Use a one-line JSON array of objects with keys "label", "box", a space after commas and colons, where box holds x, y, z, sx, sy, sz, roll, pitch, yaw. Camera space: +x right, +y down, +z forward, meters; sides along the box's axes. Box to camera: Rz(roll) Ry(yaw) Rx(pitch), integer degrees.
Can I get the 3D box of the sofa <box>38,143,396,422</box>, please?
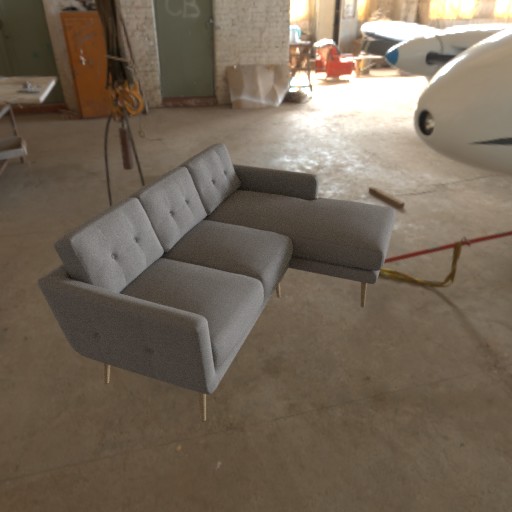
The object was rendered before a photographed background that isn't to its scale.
[{"label": "sofa", "box": [0.000, 0.000, 2.803, 1.530, 0.860, 2.040, 11, 32, 18]}]
